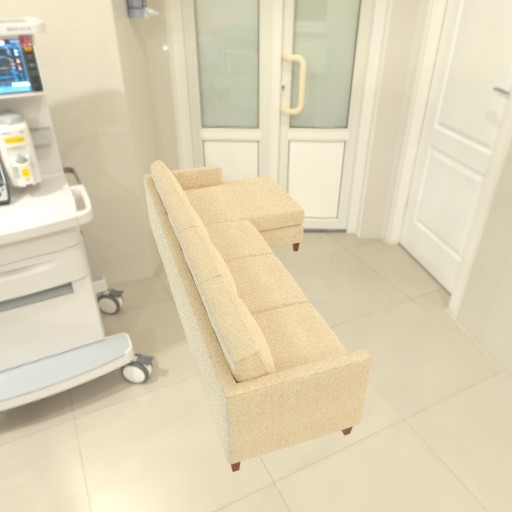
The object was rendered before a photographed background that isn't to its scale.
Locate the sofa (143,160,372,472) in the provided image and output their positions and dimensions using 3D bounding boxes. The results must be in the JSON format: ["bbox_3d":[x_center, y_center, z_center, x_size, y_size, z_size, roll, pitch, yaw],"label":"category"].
[{"bbox_3d":[0.000,0.000,4.137,1.603,0.954,3.471,-11,34,-16],"label":"sofa"}]
